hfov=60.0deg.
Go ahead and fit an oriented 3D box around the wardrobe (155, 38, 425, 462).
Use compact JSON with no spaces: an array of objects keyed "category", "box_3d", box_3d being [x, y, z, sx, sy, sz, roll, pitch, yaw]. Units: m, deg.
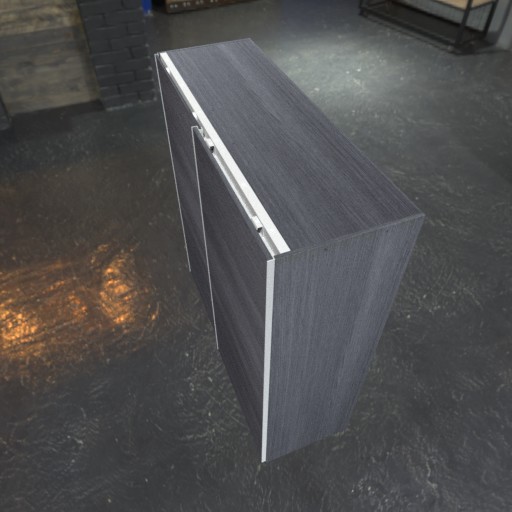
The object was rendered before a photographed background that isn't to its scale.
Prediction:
[{"category":"wardrobe","box_3d":[0.000,0.000,2.818,0.629,1.960,1.780,-16,49,-15]}]
